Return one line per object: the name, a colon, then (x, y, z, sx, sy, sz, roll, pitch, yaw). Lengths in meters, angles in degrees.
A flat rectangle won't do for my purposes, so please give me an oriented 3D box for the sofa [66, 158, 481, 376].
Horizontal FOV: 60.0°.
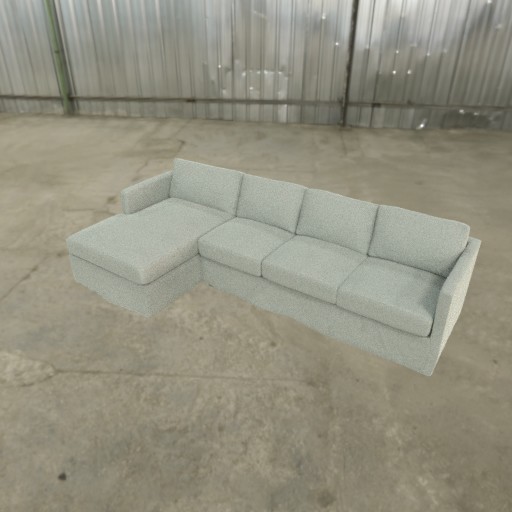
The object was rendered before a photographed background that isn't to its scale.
sofa: (0.000, 0.000, 3.816, 3.205, 0.922, 1.650, 19, 35, 29)
